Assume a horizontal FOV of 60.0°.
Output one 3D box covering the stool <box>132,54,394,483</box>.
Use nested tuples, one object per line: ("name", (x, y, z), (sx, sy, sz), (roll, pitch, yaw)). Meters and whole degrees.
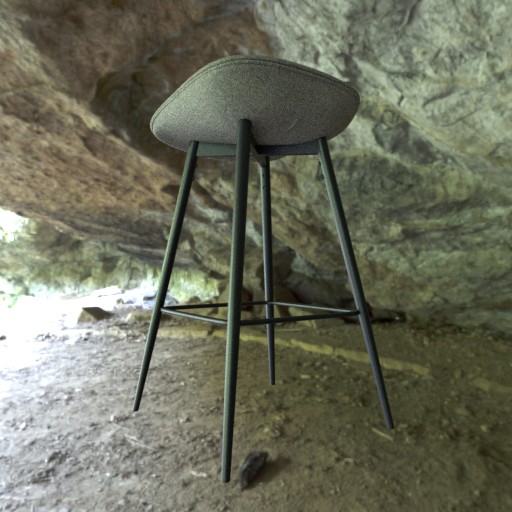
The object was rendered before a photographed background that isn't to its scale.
("stool", (0.000, 0.000, 1.116), (0.469, 0.814, 0.480), (1, -2, -35))
